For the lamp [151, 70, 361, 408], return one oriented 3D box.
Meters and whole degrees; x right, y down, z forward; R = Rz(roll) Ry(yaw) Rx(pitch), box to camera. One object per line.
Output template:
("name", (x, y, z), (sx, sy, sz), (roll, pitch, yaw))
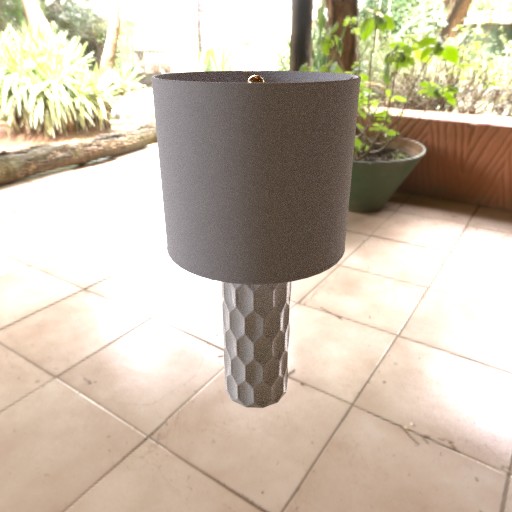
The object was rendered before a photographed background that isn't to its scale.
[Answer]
("lamp", (0.000, 0.000, 0.710), (0.277, 0.537, 0.277), (15, 29, 29))
